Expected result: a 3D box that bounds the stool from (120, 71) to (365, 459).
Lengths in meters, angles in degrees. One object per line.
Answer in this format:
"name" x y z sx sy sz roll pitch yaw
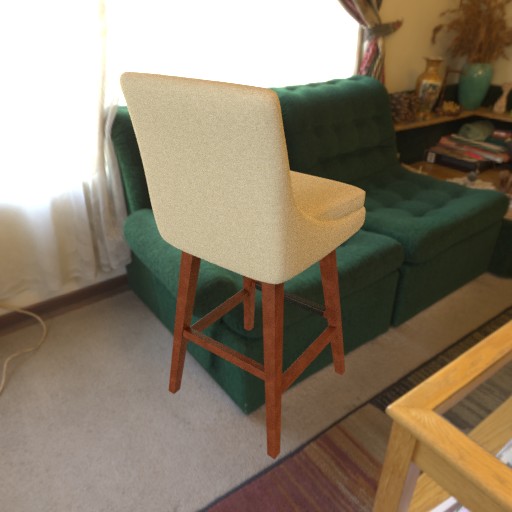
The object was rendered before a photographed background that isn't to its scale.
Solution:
"stool" 0.000 0.000 1.376 0.470 1.092 0.559 20 35 31
